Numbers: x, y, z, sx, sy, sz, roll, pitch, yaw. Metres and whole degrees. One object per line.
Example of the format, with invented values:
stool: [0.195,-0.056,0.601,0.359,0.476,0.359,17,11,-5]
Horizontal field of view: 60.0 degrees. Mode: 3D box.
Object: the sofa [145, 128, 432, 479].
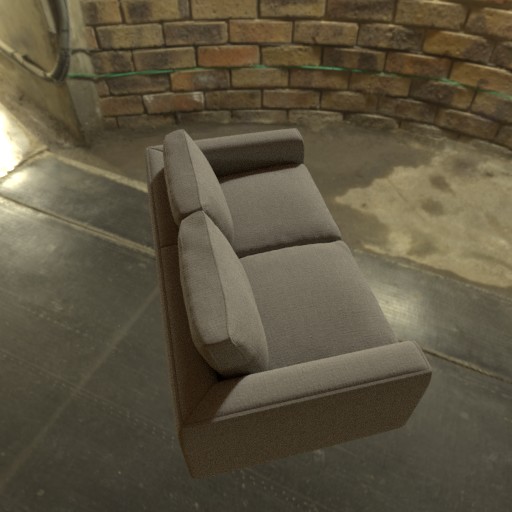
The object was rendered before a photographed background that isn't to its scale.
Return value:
sofa: [0.000,0.000,2.428,1.069,0.800,1.920,-10,48,-9]
